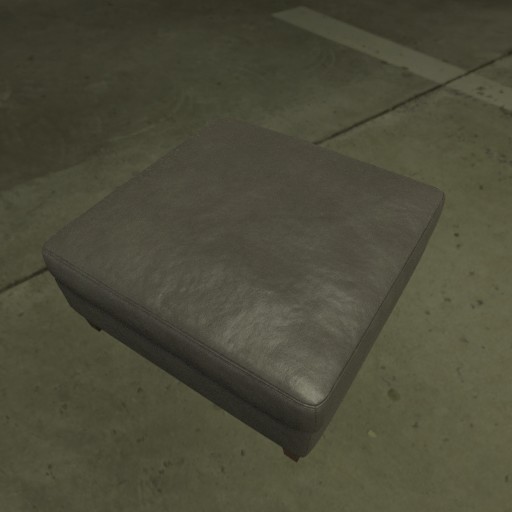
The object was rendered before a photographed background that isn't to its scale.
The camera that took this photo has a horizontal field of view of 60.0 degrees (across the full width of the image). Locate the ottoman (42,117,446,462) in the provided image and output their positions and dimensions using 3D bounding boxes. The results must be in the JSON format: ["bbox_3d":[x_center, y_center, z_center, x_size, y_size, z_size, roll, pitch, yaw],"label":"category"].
[{"bbox_3d":[0.000,0.000,1.322,0.836,0.415,0.844,25,51,22],"label":"ottoman"}]
